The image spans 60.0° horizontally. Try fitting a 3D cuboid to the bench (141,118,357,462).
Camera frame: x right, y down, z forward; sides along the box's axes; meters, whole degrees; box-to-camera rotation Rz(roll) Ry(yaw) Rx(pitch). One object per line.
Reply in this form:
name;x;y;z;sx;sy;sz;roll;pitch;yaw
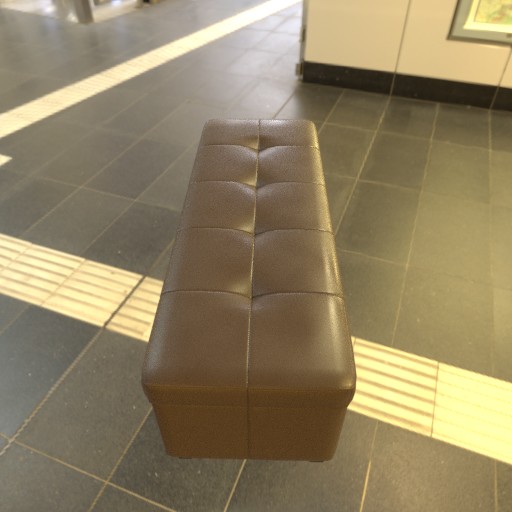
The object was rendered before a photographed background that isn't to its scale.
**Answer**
bench;0.000;0.000;1.450;0.450;0.417;1.219;1;42;1
